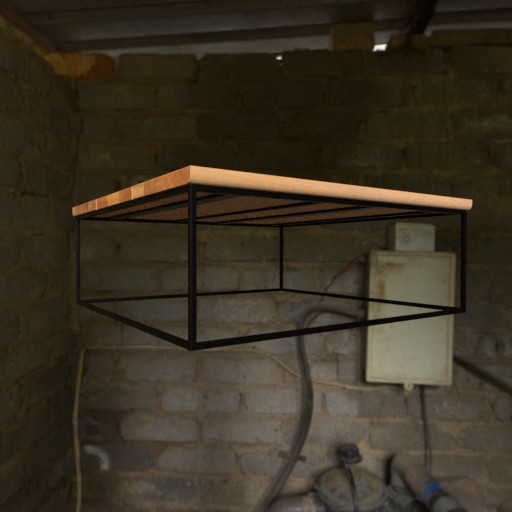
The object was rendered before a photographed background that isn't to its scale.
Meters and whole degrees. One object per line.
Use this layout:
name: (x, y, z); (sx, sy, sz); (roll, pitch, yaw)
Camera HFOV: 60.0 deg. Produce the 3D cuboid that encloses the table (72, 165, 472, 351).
table: (0.000, 0.000, 1.710); (1.100, 0.400, 1.100); (0, 1, -35)
